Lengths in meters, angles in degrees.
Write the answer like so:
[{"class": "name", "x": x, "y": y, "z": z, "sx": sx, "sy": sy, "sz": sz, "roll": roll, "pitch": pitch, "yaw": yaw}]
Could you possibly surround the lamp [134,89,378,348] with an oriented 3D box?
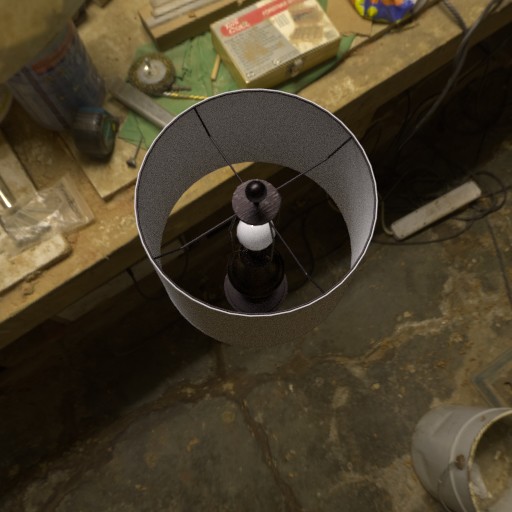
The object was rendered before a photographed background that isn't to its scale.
[{"class": "lamp", "x": 0.000, "y": 0.000, "z": 0.931, "sx": 0.383, "sy": 0.726, "sz": 0.383, "roll": 0, "pitch": 76, "yaw": 0}]
